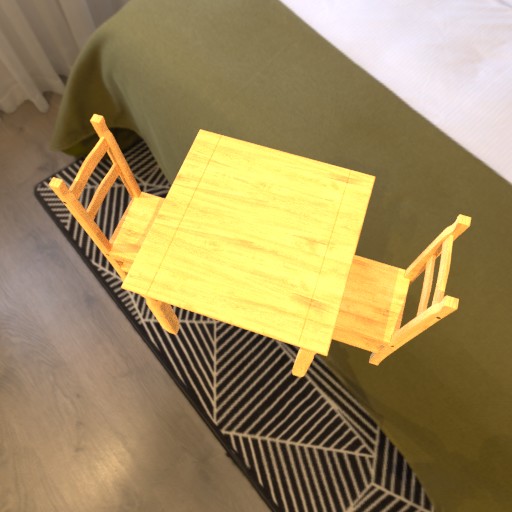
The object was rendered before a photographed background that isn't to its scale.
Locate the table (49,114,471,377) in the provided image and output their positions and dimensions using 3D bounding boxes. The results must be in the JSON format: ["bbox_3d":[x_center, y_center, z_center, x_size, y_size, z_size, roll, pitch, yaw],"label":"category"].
[{"bbox_3d":[0.000,0.000,2.039,1.501,0.942,0.813,17,66,8],"label":"table"}]
